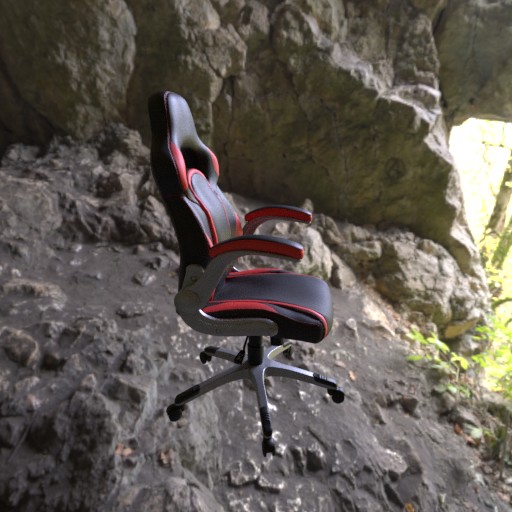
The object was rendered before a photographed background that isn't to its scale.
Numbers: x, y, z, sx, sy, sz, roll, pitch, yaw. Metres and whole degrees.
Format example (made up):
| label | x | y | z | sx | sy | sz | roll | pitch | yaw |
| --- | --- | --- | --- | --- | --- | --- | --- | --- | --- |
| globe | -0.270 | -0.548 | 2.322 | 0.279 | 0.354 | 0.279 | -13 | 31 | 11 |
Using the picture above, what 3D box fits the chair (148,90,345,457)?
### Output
| label | x | y | z | sx | sy | sz | roll | pitch | yaw |
| --- | --- | --- | --- | --- | --- | --- | --- | --- | --- |
| chair | 0.000 | 0.000 | 1.654 | 0.712 | 1.165 | 0.758 | 3 | 16 | 9 |
